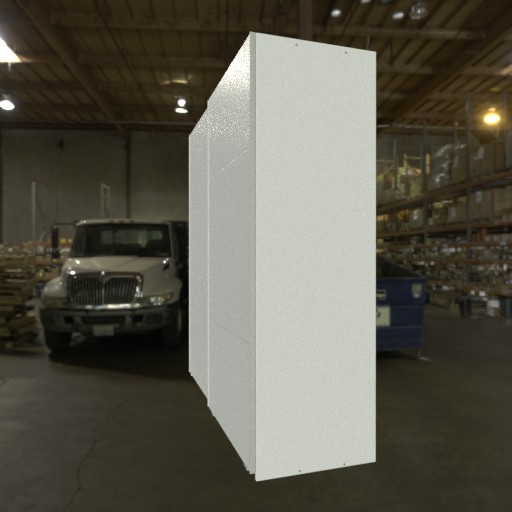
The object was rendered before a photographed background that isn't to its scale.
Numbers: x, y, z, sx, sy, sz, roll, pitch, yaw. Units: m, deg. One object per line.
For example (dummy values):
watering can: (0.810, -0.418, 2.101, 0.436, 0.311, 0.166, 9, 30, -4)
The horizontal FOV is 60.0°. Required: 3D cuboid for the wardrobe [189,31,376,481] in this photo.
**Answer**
wardrobe: (0.000, 0.000, 2.864, 0.629, 1.960, 1.780, 0, 0, -18)
